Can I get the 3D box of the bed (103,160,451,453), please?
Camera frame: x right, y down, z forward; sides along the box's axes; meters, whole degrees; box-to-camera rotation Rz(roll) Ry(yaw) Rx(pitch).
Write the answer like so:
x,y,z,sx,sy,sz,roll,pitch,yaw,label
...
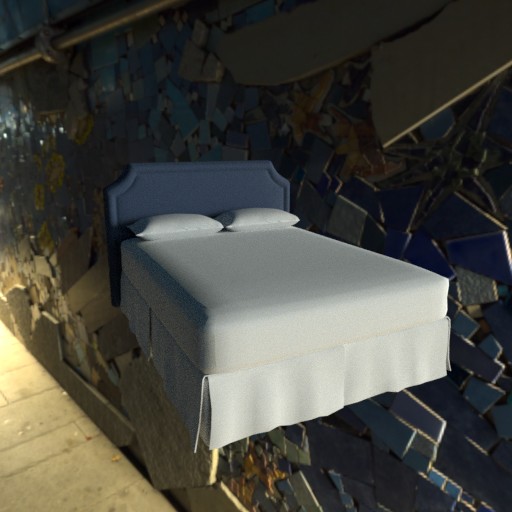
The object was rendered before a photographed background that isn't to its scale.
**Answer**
x,y,z,sx,sy,sz,roll,pitch,yaw,label
0.000,0.000,3.311,1.831,1.297,2.260,-7,16,-26,bed
